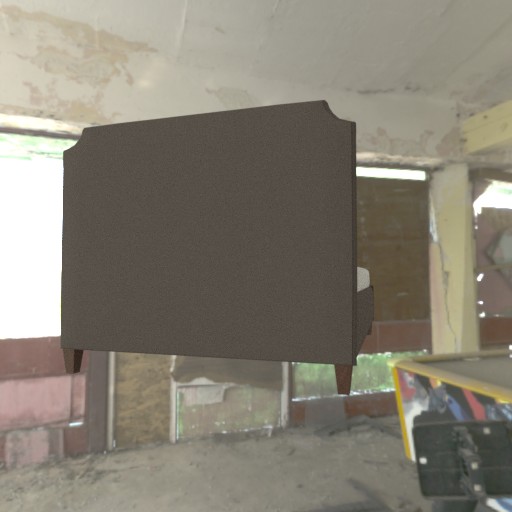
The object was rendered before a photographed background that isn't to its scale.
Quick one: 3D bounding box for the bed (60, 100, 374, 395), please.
[{"bbox_3d":[0.000,0.000,3.458,1.713,1.443,2.372,-1,-3,17],"label":"bed"}]
